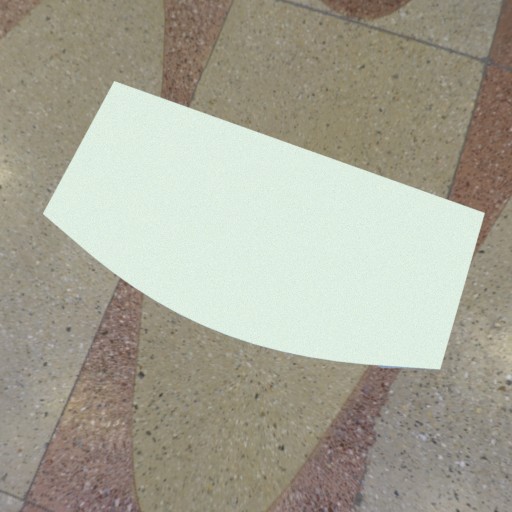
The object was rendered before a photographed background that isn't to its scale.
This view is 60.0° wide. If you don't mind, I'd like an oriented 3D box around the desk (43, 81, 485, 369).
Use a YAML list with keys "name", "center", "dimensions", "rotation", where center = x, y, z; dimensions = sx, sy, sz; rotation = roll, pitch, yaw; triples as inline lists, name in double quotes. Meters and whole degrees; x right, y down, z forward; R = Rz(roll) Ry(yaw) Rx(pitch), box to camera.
- name: "desk"
  center: [0.000, 0.000, 2.071]
  dimensions: [1.600, 0.750, 0.802]
  rotation: [21, 77, 5]
